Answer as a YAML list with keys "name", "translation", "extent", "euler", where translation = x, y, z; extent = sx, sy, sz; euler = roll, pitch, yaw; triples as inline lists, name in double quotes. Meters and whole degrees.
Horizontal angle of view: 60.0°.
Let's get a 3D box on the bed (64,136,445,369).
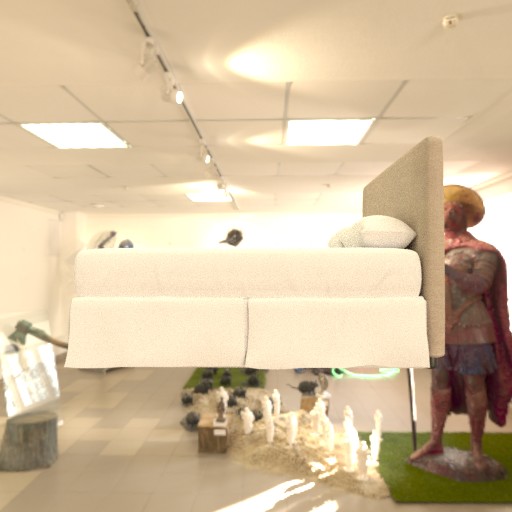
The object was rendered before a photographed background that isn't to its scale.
- name: "bed"
  translation: [0.000, 0.000, 3.285]
  extent: [2.162, 1.330, 1.713]
  euler: [0, -1, 1]
